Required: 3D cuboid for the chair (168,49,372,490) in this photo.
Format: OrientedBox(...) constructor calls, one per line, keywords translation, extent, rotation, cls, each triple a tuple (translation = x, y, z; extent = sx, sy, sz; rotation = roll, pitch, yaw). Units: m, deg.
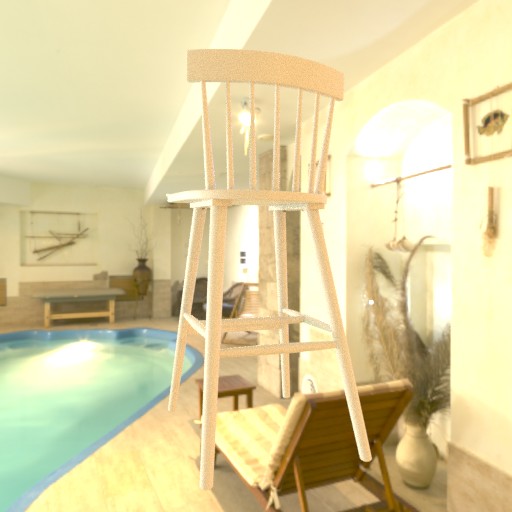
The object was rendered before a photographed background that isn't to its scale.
OrientedBox(translation=(0.000, 0.000, 1.368), extent=(0.483, 1.092, 0.572), rotation=(0, 0, -19), cls="chair")
